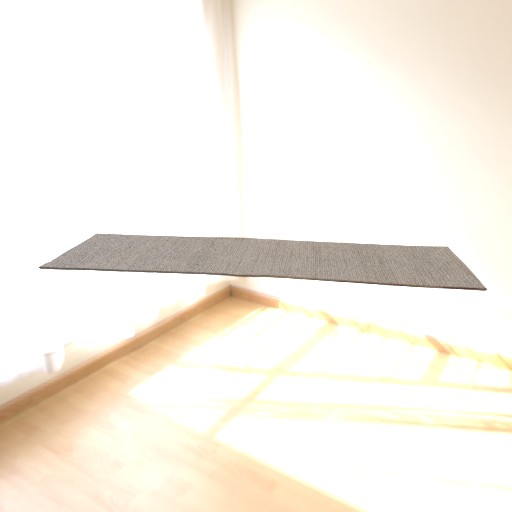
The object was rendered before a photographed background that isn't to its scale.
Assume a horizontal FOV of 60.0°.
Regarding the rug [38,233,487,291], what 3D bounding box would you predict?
[{"bbox_3d":[0.000,0.000,2.575,2.320,0.032,0.692,3,18,8],"label":"rug"}]
